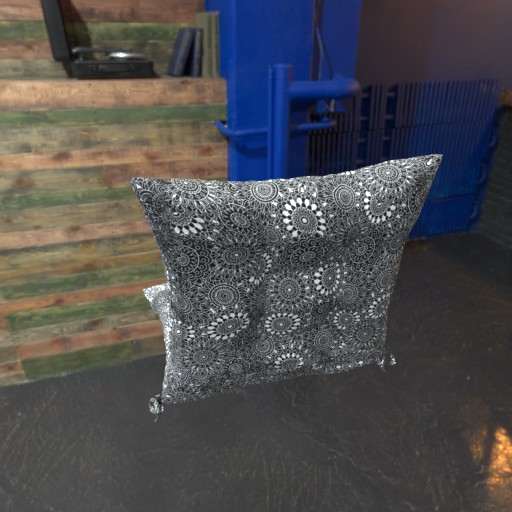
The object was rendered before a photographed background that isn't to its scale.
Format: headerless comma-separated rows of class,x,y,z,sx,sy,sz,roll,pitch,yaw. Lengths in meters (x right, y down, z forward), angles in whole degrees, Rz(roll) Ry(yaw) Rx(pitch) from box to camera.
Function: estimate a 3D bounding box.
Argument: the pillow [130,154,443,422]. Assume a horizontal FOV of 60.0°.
pillow,0.000,0.000,0.992,0.541,0.536,0.585,-8,27,-15
